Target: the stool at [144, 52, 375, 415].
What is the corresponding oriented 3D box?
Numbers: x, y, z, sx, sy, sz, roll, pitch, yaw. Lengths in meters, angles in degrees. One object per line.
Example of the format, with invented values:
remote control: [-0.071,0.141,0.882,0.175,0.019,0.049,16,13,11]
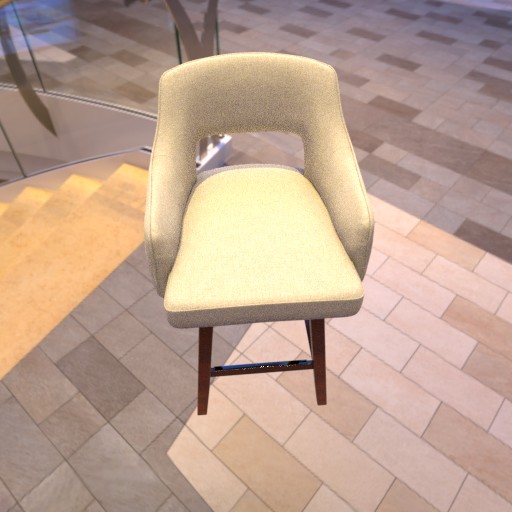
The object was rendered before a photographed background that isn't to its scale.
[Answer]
stool: [0.000,0.000,1.280,0.550,0.936,0.560,-4,47,-3]
